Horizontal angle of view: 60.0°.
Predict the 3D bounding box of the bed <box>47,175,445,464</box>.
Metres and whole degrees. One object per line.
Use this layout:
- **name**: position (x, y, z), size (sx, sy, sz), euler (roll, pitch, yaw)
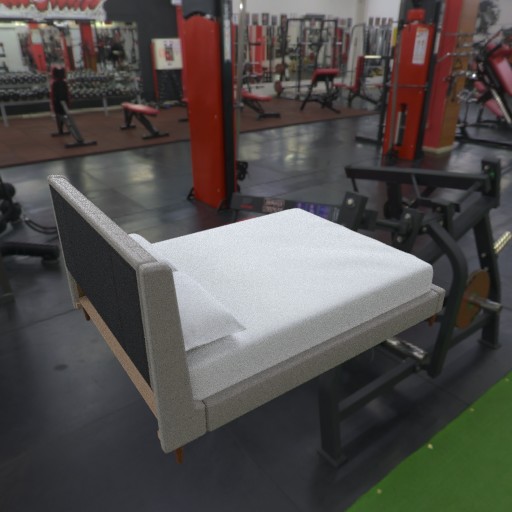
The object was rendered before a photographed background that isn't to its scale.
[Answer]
- **bed**: position (0.000, 0.000, 3.136), size (2.232, 1.147, 1.656), euler (-17, 31, -31)
